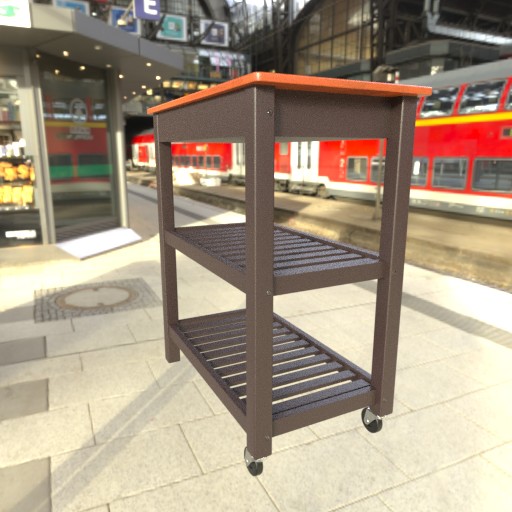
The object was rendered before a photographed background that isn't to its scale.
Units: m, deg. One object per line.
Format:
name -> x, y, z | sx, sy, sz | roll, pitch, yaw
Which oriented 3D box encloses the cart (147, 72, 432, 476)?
cart -> 0.000, 0.000, 1.404 | 0.457, 0.927, 0.899 | -7, 15, -26
